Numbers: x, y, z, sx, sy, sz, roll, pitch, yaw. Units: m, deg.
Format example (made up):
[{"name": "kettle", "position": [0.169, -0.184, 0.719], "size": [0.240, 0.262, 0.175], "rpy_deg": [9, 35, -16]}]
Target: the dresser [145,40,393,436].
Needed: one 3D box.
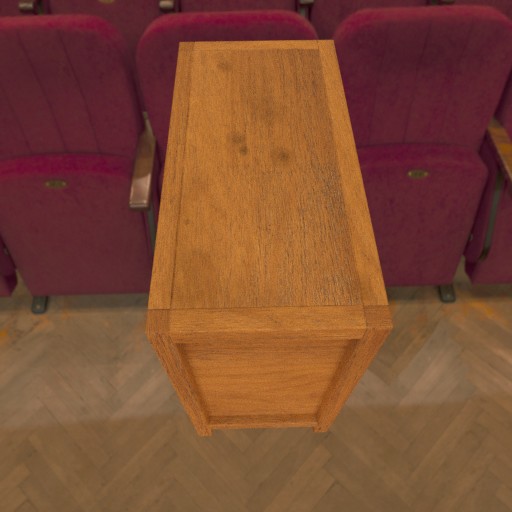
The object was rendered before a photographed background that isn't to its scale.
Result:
[{"name": "dresser", "position": [0.000, 0.000, 1.262], "size": [0.427, 0.804, 0.804], "rpy_deg": [-1, 57, -1]}]
